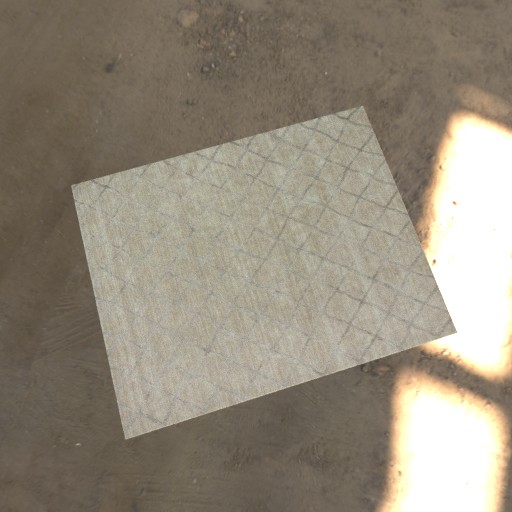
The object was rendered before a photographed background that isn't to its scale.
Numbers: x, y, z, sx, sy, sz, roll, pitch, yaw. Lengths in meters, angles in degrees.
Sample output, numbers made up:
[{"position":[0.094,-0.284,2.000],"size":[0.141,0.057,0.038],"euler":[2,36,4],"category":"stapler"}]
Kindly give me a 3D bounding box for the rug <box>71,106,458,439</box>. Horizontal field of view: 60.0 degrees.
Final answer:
[{"position":[0.000,0.000,4.150],"size":[3.038,0.019,2.420],"euler":[-16,76,-4],"category":"rug"}]
